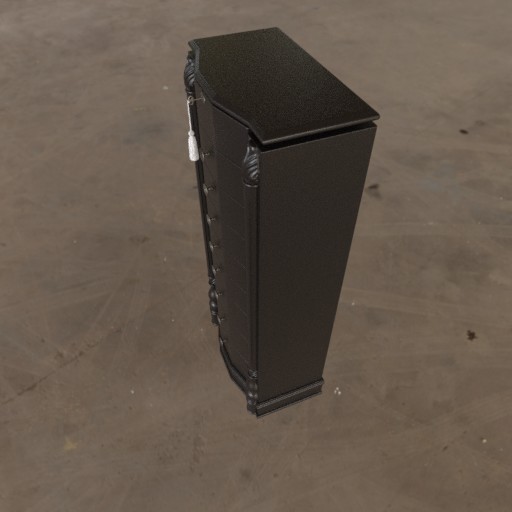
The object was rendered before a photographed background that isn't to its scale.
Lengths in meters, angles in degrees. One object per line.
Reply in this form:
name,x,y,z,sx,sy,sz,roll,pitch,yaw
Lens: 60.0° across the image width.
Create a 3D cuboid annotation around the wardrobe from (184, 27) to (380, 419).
wardrobe,0.000,0.000,1.209,0.295,1.011,0.444,-16,49,-15
